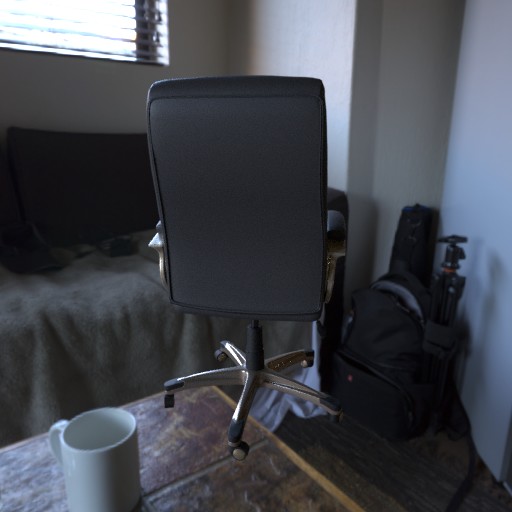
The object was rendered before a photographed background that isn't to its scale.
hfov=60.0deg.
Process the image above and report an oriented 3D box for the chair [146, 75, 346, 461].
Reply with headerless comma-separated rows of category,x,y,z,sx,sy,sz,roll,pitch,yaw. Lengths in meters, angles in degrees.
chair,0.000,0.000,1.641,0.694,1.188,0.748,3,16,9
